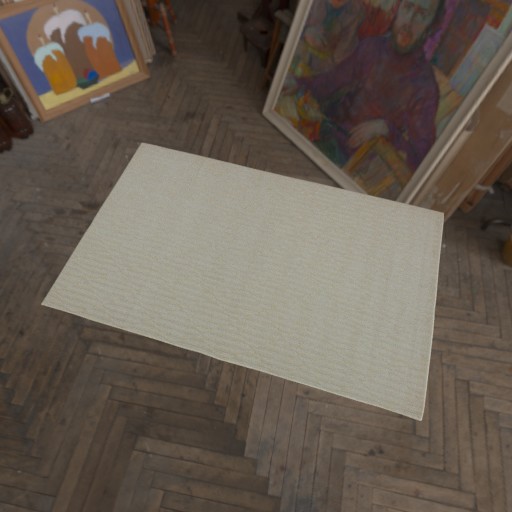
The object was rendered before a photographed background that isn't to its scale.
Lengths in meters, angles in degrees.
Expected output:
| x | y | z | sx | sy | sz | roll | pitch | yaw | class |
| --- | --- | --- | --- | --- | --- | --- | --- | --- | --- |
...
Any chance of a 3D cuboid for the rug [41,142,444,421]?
| x | y | z | sx | sy | sz | roll | pitch | yaw | class |
| --- | --- | --- | --- | --- | --- | --- | --- | --- | --- |
| 0.000 | 0.000 | 3.059 | 2.441 | 0.014 | 1.531 | 15 | 60 | 9 | rug |
